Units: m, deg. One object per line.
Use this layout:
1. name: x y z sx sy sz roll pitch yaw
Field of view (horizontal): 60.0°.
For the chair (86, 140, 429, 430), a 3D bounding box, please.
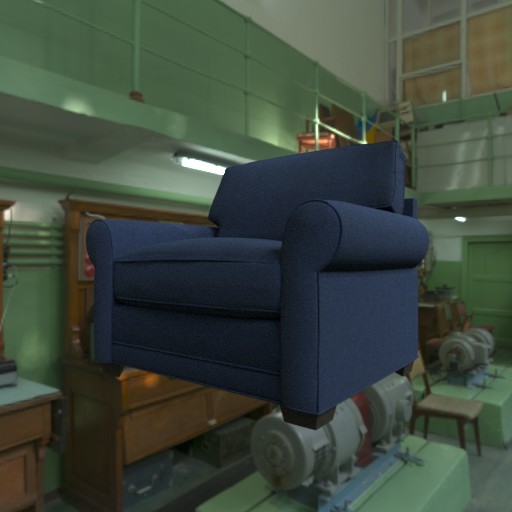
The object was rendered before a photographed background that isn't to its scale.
1. chair: 0.000 0.000 1.967 1.285 1.044 0.963 0 0 37
